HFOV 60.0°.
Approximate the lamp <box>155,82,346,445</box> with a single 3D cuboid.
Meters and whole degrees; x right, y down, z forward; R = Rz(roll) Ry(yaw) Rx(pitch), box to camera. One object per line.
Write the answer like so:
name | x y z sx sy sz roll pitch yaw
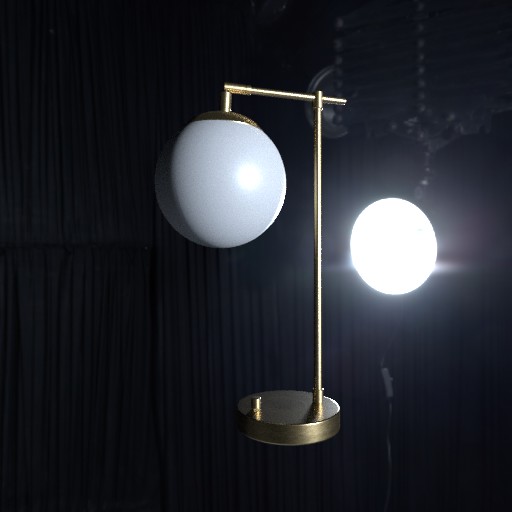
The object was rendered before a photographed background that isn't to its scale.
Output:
lamp | 0.000 0.000 0.723 0.324 0.559 0.207 0 -1 -17
